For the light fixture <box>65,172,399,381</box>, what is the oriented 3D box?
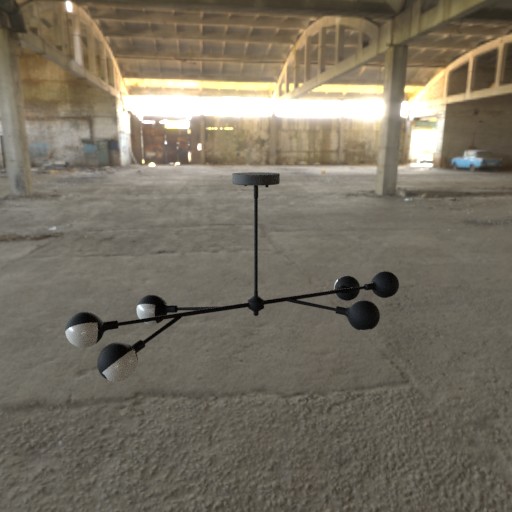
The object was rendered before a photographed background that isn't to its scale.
[{"bbox_3d":[0.000,0.000,0.989,0.778,0.362,0.434,-2,14,-8],"label":"light fixture"}]
